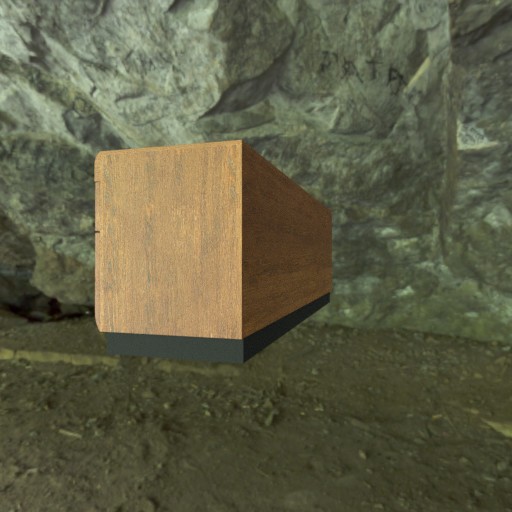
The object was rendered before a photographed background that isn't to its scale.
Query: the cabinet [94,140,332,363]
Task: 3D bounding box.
[{"bbox_3d":[0.000,0.000,1.819,0.419,0.510,1.600,0,0,17],"label":"cabinet"}]
